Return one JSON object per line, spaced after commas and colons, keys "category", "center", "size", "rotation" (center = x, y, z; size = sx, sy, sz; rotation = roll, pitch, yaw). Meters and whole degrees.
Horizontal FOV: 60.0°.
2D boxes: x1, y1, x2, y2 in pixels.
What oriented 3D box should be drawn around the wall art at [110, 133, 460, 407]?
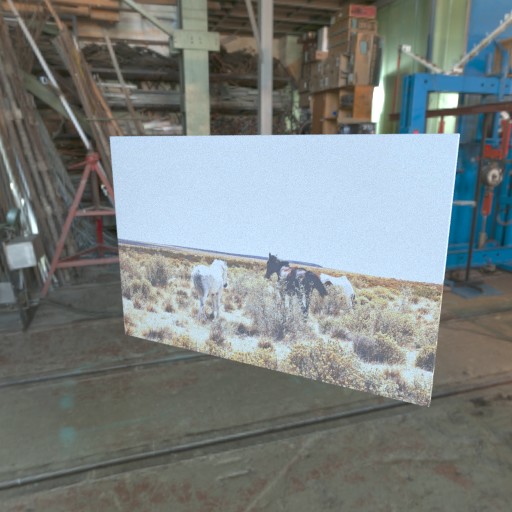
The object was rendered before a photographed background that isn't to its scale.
{"category": "wall art", "center": [0.000, 0.000, 1.450], "size": [1.138, 0.761, 0.051], "rotation": [7, 16, 25]}
